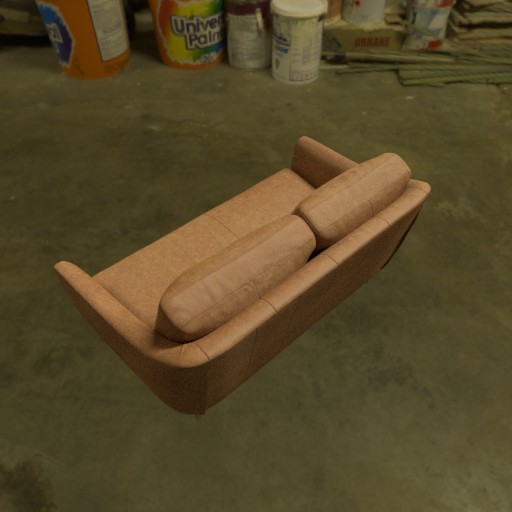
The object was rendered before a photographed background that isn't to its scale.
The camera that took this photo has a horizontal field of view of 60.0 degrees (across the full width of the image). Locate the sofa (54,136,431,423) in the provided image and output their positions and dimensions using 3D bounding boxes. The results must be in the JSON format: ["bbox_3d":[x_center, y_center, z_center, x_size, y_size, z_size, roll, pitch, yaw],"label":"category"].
[{"bbox_3d":[0.000,0.000,2.213,1.619,0.902,0.960,-33,56,-27],"label":"sofa"}]
